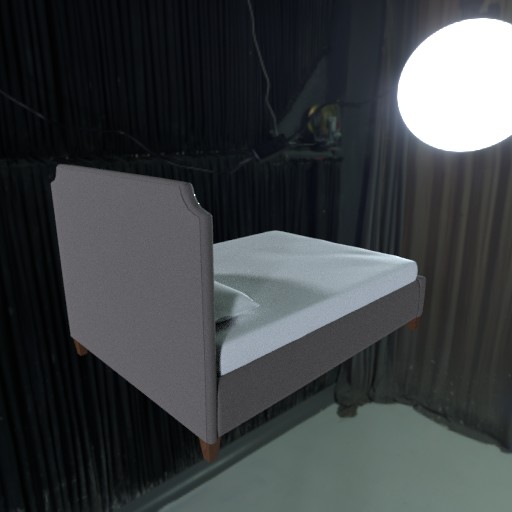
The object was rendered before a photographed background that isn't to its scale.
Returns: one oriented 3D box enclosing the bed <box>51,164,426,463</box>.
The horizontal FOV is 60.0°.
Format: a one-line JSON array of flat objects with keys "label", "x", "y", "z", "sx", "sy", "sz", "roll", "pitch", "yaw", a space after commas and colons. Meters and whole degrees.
[{"label": "bed", "x": 0.000, "y": 0.000, "z": 3.417, "sx": 2.372, "sy": 1.443, "sz": 1.713, "roll": -15, "pitch": 22, "yaw": -42}]
